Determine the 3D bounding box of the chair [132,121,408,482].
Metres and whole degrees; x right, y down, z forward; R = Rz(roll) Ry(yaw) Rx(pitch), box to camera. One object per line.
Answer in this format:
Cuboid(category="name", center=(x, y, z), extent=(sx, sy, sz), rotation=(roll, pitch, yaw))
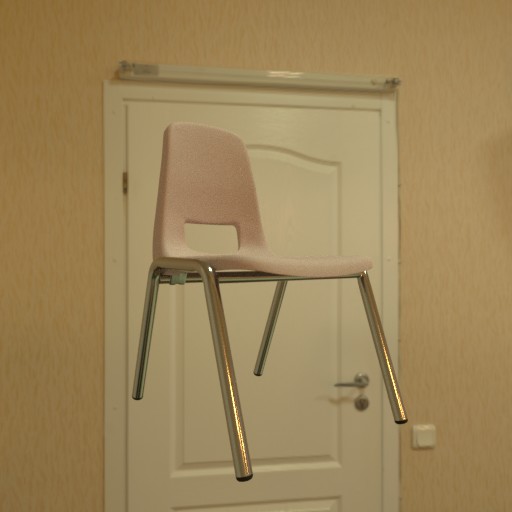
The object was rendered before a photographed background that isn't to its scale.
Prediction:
Cuboid(category="chair", center=(0.000, 0.000, 0.835), extent=(0.354, 0.586, 0.423), rotation=(0, 0, -36))
